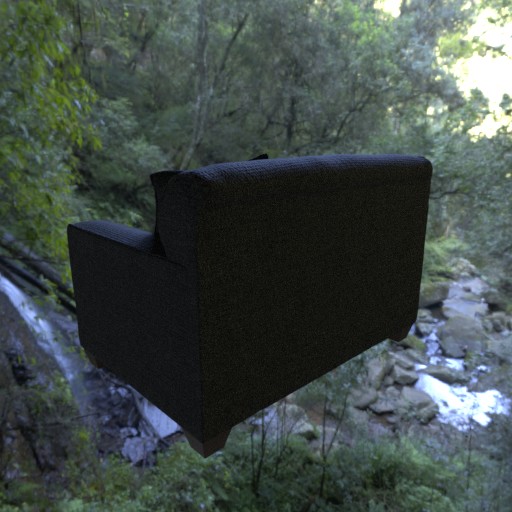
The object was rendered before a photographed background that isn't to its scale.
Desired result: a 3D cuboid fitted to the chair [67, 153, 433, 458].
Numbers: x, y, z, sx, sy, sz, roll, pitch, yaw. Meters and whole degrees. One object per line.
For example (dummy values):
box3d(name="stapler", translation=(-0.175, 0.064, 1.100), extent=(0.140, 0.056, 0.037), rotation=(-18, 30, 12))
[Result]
box3d(name="chair", translation=(0.000, 0.000, 2.054), extent=(1.383, 0.948, 1.000), rotation=(-14, 20, -42))
